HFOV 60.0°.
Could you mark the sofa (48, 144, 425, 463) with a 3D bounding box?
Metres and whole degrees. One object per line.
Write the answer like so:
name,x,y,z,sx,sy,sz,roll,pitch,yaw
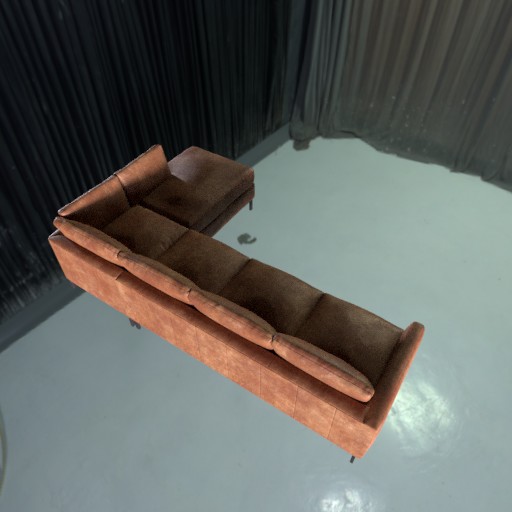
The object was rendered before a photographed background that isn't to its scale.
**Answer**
sofa,0.000,0.000,3.853,2.984,0.877,1.938,25,51,22
